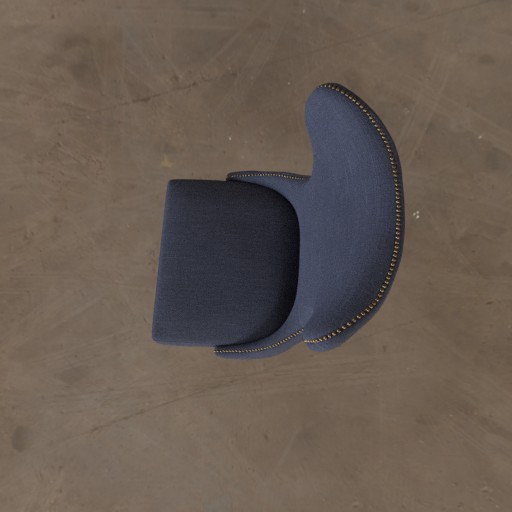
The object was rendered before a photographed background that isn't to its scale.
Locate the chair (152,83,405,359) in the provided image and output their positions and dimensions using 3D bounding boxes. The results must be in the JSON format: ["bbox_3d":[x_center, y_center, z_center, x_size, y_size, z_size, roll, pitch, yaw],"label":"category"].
[{"bbox_3d":[0.000,0.000,1.383,0.635,0.967,0.628,2,75,1],"label":"chair"}]
